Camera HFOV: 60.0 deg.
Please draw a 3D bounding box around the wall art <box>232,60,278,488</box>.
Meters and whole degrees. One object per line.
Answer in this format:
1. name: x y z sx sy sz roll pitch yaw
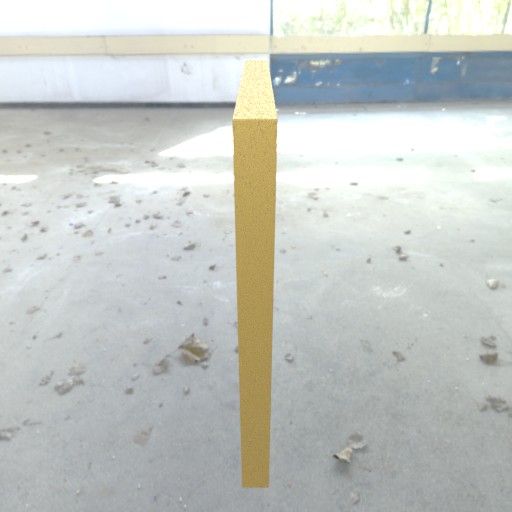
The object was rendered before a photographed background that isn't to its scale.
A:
1. wall art: 0.000 0.000 0.860 0.048 0.642 0.537 0 30 0
